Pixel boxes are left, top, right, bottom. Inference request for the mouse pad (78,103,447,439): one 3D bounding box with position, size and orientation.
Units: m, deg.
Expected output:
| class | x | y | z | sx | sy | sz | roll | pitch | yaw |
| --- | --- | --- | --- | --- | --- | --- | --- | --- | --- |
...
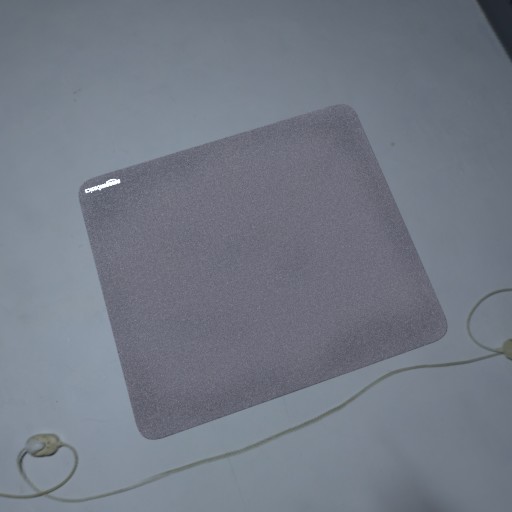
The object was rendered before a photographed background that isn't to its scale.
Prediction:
| class | x | y | z | sx | sy | sz | roll | pitch | yaw |
| --- | --- | --- | --- | --- | --- | --- | --- | --- | --- |
| mouse pad | 0.000 | 0.000 | 0.648 | 0.451 | 0.002 | 0.393 | -18 | 77 | -4 |
